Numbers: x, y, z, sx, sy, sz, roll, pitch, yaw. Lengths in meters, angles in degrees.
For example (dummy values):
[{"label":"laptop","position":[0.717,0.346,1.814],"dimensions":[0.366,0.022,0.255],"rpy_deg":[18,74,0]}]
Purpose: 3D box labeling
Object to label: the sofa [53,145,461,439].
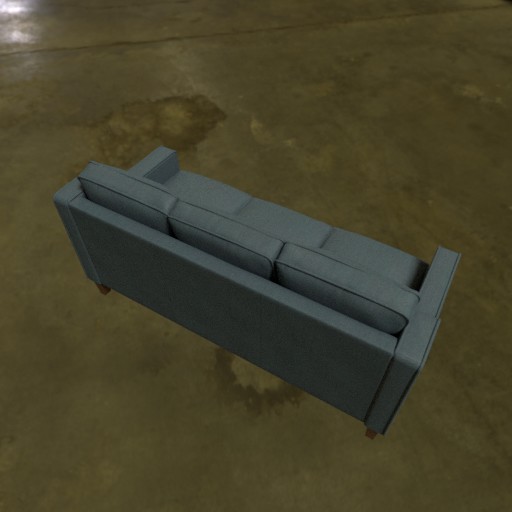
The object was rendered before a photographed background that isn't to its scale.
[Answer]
[{"label":"sofa","position":[0.000,0.000,2.514],"dimensions":[1.986,0.974,0.911],"rpy_deg":[23,51,20]}]
